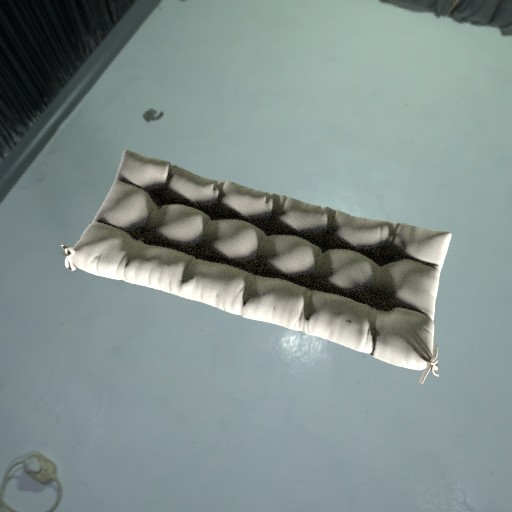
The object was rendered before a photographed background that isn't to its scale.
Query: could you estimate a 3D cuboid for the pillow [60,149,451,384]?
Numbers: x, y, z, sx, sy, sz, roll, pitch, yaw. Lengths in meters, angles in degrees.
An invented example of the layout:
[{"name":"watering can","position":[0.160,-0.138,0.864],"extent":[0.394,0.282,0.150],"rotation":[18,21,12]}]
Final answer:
[{"name":"pillow","position":[0.000,0.000,1.383],"extent":[1.194,0.174,0.511],"rotation":[16,64,8]}]
